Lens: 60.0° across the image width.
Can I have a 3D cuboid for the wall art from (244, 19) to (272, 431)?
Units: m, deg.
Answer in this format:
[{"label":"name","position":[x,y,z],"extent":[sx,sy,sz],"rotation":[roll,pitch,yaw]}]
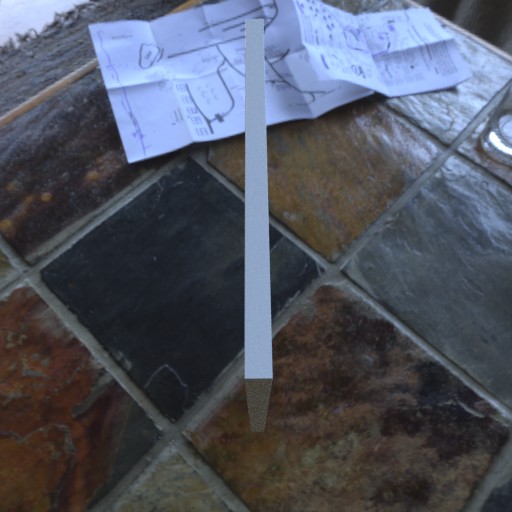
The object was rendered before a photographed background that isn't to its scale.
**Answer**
[{"label":"wall art","position":[0.000,0.000,0.670],"extent":[0.023,0.453,0.455],"rotation":[0,63,0]}]
